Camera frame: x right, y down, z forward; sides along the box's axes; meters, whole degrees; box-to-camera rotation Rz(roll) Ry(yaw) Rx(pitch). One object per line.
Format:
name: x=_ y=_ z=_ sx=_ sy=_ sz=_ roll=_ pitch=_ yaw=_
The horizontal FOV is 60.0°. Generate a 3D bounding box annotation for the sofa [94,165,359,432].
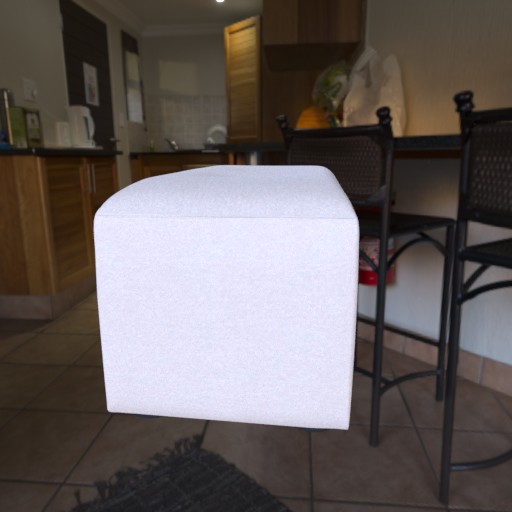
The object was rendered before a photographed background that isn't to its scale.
sofa: x=0.000 y=0.000 z=1.223 sx=0.480 sy=0.470 sz=0.930 roll=2 pitch=14 yaw=7
